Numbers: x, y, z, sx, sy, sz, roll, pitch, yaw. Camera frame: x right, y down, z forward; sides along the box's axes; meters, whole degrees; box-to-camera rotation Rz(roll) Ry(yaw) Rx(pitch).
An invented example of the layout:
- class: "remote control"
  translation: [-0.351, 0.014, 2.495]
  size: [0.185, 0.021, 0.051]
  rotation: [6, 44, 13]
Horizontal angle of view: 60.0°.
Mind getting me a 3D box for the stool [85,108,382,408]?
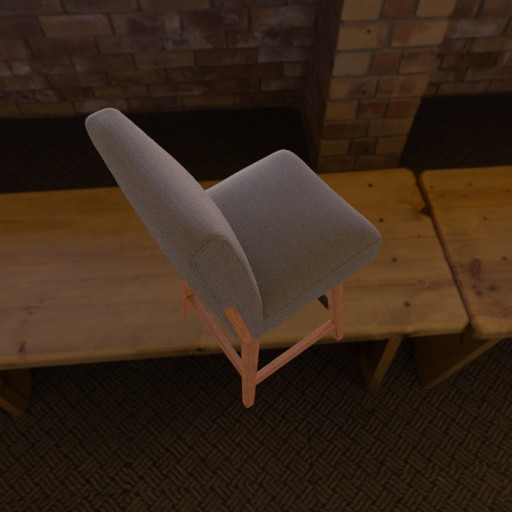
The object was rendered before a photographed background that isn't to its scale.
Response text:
- class: "stool"
  translation: [0.000, 0.000, 1.295]
  size: [0.570, 1.019, 0.459]
  rotation: [-31, 62, -19]
